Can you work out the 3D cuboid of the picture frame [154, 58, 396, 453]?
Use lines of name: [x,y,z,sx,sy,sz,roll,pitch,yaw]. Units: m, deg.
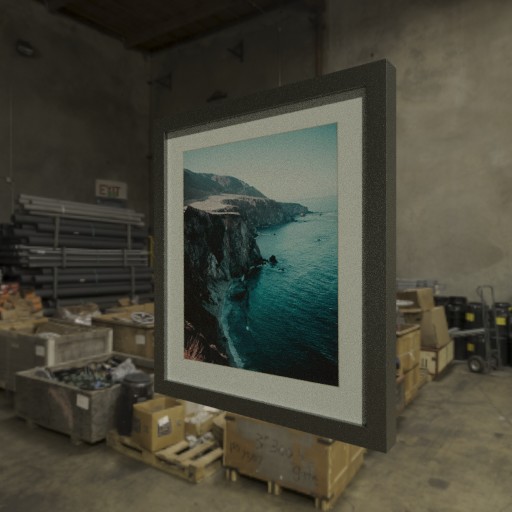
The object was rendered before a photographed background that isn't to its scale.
picture frame: [0.000,0.000,1.358,0.839,0.968,0.073,0,0,36]
